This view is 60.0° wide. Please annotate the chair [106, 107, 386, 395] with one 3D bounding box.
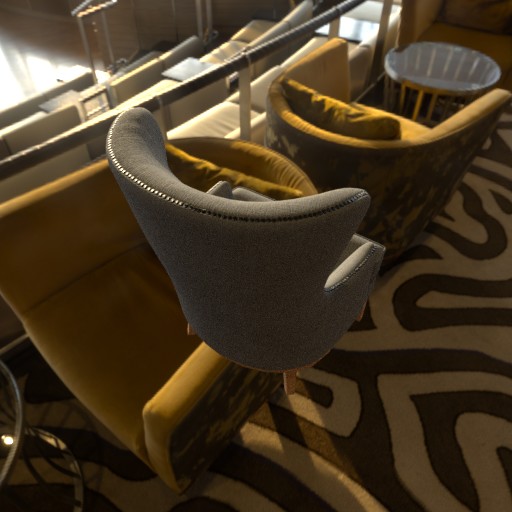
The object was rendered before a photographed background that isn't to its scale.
[{"bbox_3d":[0.000,0.000,1.797,0.864,1.176,0.883,26,51,23],"label":"chair"}]
